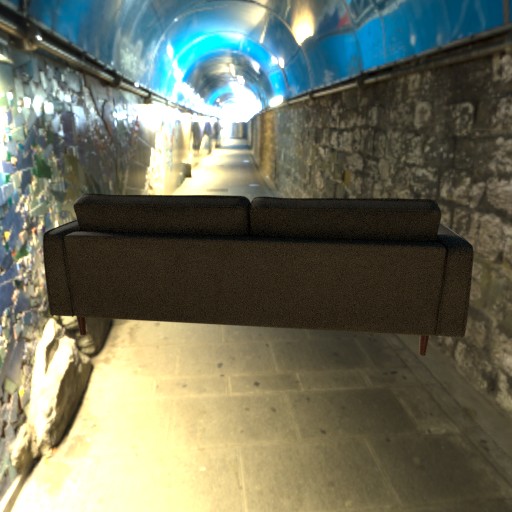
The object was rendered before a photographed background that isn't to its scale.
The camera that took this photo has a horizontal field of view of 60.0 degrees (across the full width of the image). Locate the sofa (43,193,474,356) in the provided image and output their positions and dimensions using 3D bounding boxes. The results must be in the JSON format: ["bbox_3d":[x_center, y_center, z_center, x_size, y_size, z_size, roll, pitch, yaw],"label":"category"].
[{"bbox_3d":[0.000,0.000,2.736,2.295,0.813,0.923,2,16,7],"label":"sofa"}]
